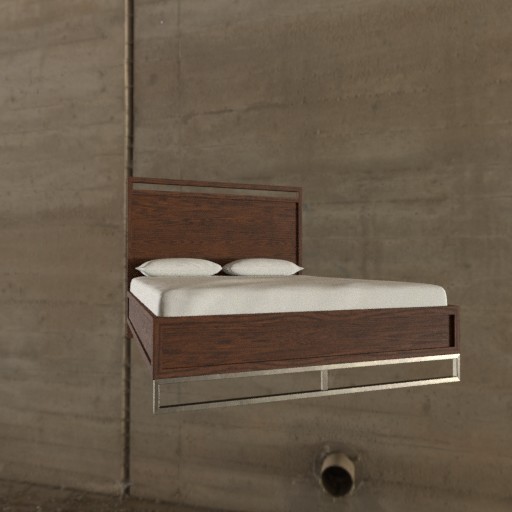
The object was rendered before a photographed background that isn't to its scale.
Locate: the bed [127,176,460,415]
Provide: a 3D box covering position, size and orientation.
[{"bbox_3d":[0.000,0.000,3.357,1.765,1.487,2.218,0,-1,-19],"label":"bed"}]
